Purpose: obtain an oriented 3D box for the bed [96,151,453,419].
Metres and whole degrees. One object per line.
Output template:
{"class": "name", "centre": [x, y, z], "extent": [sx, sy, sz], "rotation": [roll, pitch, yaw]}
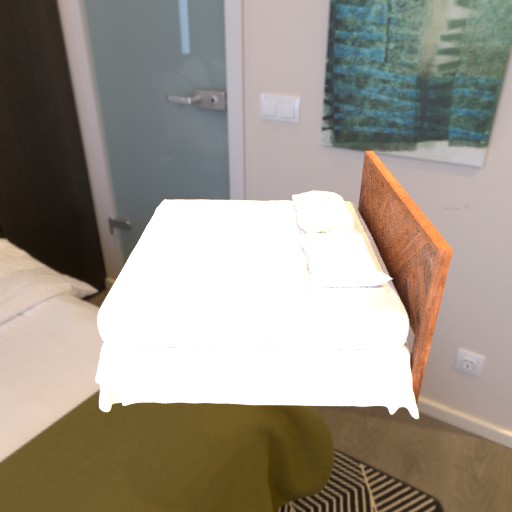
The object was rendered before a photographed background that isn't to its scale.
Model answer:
{"class": "bed", "centre": [0.000, 0.000, 3.517], "extent": [2.165, 1.158, 2.255], "rotation": [1, 28, 1]}
